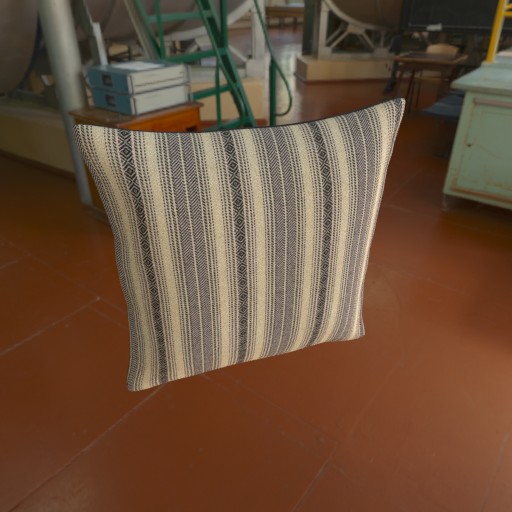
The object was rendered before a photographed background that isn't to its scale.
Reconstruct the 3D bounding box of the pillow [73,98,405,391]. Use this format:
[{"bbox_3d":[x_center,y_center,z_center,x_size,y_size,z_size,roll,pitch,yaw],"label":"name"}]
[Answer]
[{"bbox_3d":[0.000,0.000,0.791,0.520,0.508,0.166,-10,33,-15],"label":"pillow"}]
